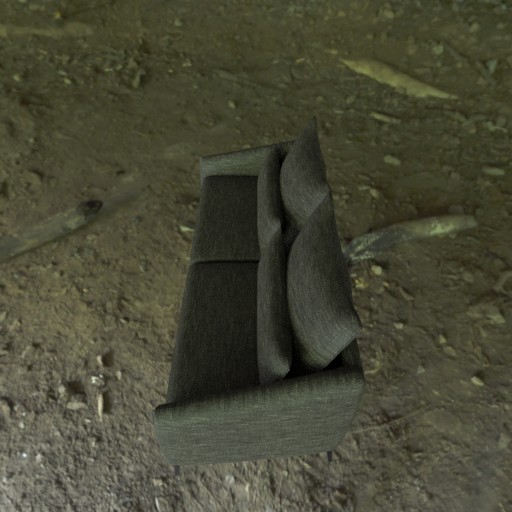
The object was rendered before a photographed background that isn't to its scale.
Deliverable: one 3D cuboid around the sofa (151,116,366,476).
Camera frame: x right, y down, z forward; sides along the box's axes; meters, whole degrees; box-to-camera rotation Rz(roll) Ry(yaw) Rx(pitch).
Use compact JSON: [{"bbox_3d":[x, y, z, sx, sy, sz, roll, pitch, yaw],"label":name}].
[{"bbox_3d":[0.000,0.000,2.423,0.807,0.843,2.019,0,42,0],"label":"sofa"}]
